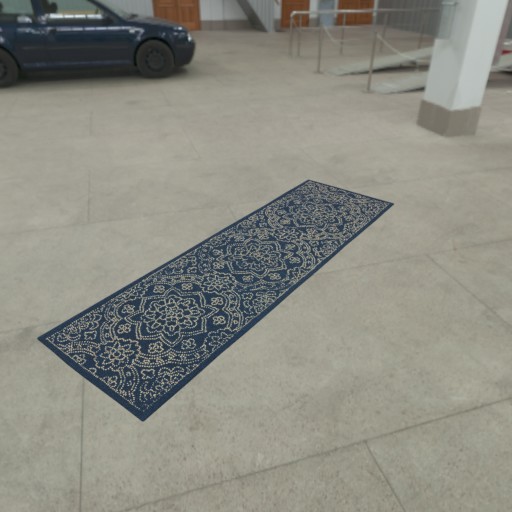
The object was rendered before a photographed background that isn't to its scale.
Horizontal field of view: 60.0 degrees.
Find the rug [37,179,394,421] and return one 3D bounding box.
[{"bbox_3d":[0.000,0.000,2.730,0.769,0.012,2.448,22,39,31],"label":"rug"}]
